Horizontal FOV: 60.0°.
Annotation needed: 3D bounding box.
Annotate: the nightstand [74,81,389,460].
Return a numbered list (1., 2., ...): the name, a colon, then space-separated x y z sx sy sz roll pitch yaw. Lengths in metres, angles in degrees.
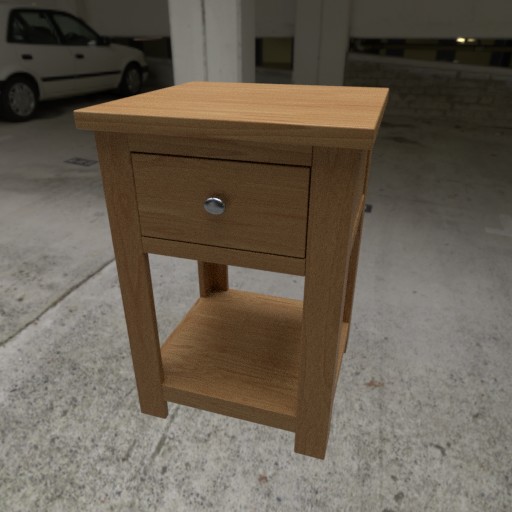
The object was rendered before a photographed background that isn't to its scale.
1. nightstand: 0.000 0.000 0.903 0.428 0.614 0.418 8 28 15
